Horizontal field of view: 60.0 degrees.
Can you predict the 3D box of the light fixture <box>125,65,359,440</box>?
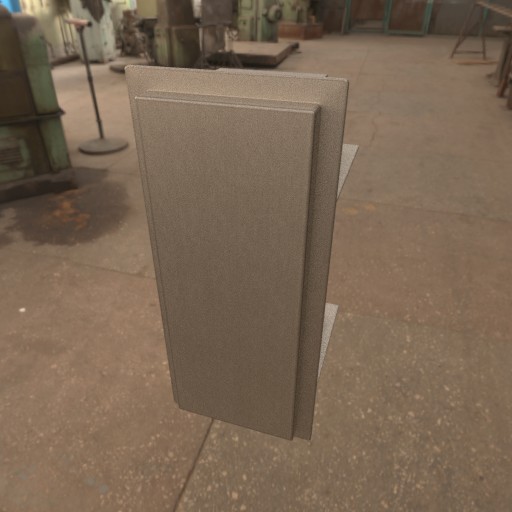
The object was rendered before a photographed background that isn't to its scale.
[{"bbox_3d":[0.000,0.000,0.462,0.168,0.380,0.160,10,34,15],"label":"light fixture"}]
